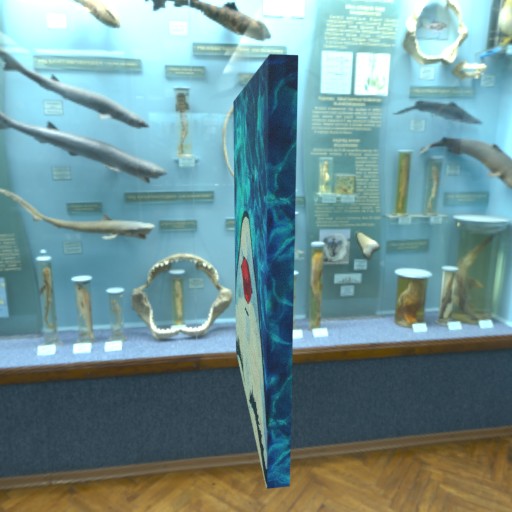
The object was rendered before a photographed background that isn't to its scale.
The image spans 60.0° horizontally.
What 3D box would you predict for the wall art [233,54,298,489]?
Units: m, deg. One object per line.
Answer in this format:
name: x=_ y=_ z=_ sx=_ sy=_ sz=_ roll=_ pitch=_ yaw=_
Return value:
wall art: x=0.000 y=0.000 z=0.873 sx=0.038 sy=0.635 sz=0.508 roll=-2 pitch=13 yaw=-8
